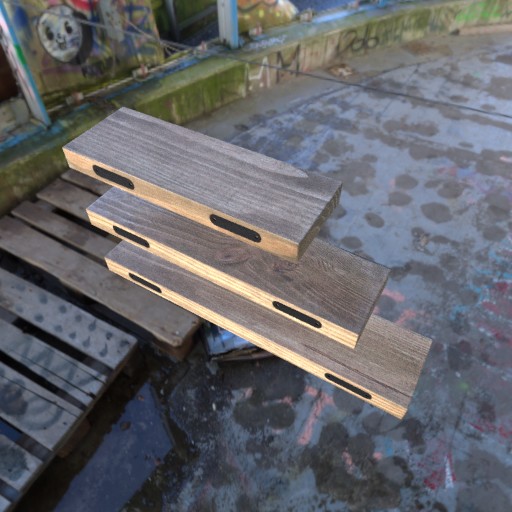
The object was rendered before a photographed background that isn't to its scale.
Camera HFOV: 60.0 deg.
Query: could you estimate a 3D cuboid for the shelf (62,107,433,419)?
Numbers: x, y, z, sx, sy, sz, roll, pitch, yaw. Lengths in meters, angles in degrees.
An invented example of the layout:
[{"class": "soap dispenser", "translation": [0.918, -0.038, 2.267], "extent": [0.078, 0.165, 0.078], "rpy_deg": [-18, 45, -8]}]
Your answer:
[{"class": "shelf", "translation": [0.000, 0.000, 0.728], "extent": [0.610, 0.293, 0.140], "rpy_deg": [24, 52, 20]}]
